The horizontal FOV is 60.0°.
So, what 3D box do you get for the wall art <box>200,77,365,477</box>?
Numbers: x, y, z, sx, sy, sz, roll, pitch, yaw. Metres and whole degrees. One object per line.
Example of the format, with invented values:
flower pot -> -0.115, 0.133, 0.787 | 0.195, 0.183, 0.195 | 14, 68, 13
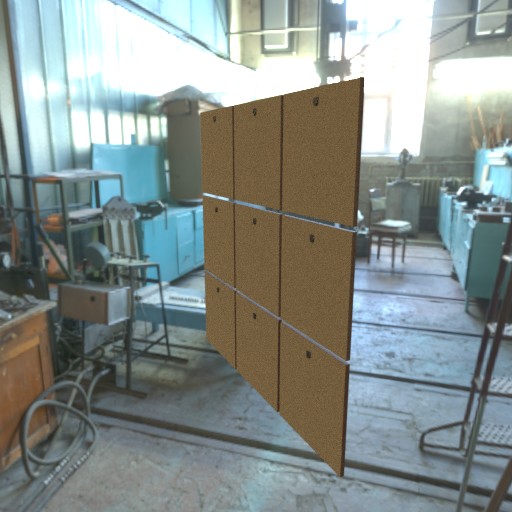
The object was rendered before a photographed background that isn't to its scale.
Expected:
wall art -> 0.000, 0.000, 1.829 | 0.024, 1.218, 1.221 | -7, 15, -26
